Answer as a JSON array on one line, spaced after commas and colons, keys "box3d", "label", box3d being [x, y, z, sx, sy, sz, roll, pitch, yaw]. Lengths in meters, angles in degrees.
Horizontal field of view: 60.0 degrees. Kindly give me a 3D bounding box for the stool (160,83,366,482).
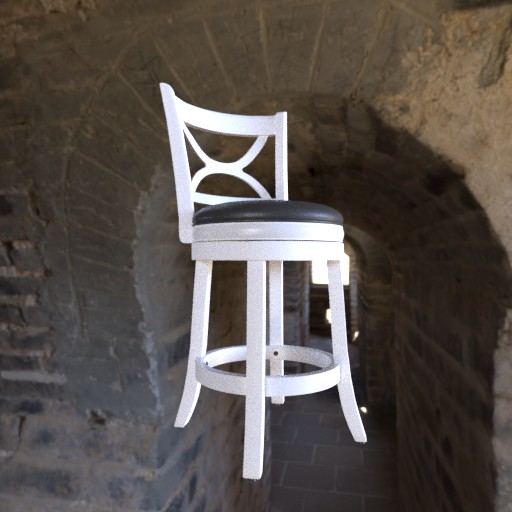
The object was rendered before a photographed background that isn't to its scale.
[{"box3d": [0.000, 0.000, 1.225, 0.444, 0.953, 0.508, 0, 0, -35], "label": "stool"}]
